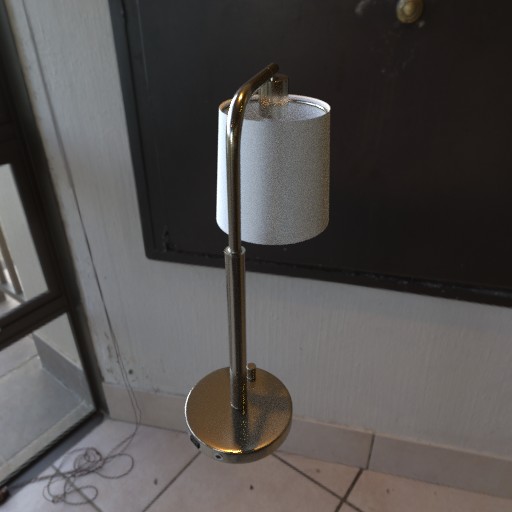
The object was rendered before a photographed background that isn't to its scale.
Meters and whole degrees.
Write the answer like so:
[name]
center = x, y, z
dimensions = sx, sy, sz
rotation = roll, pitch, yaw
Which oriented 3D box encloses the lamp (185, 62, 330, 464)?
[lamp]
center = 0.000, 0.000, 0.629
dimensions = 0.171, 0.489, 0.333
rotation = 10, 33, 16
